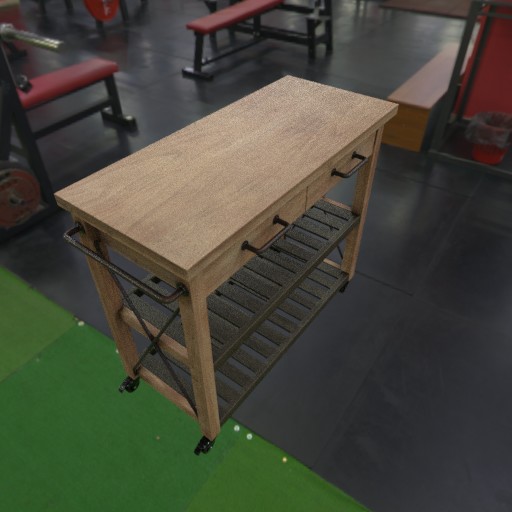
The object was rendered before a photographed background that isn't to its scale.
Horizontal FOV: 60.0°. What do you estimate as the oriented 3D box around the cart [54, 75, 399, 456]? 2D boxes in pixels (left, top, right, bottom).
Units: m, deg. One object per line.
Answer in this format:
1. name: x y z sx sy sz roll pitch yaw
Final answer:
1. cart: 0.000 0.000 0.996 0.298 0.554 0.686 27 48 27
